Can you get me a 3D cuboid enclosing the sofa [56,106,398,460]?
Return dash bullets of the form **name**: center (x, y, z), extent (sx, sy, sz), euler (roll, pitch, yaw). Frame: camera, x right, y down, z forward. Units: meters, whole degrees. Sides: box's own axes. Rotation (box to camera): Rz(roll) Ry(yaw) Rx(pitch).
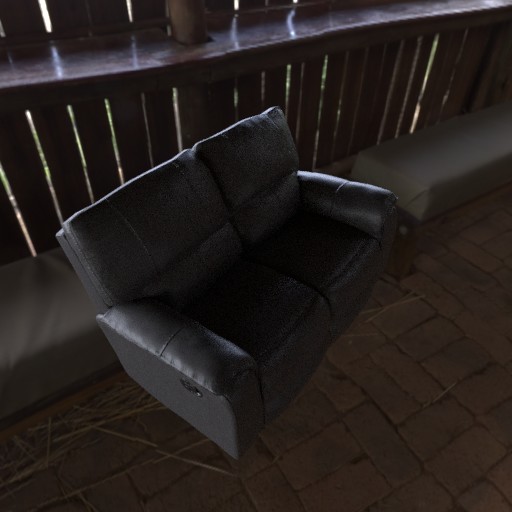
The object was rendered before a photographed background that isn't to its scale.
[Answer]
- **sofa**: center (0.000, 0.000, 2.517), extent (1.104, 1.111, 1.765), euler (25, 46, 27)
